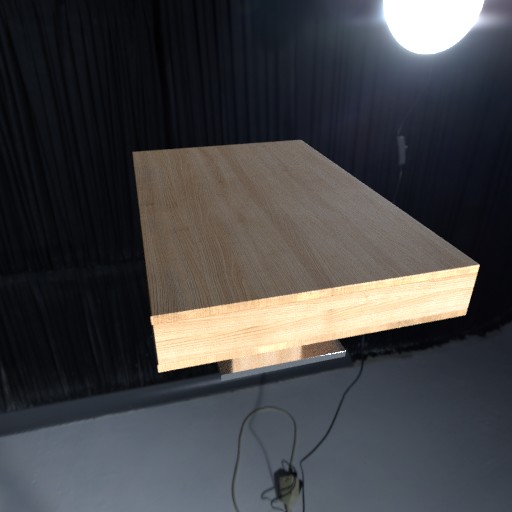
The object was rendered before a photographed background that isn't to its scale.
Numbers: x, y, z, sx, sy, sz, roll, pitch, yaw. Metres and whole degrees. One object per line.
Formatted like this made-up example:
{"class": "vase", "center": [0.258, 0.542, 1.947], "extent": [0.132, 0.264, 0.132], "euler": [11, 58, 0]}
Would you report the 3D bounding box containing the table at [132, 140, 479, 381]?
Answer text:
{"class": "table", "center": [0.000, 0.000, 1.446], "extent": [0.700, 0.440, 1.100], "euler": [-8, 30, -13]}
